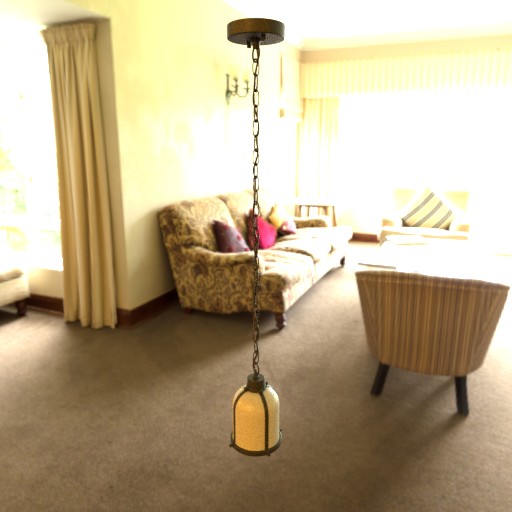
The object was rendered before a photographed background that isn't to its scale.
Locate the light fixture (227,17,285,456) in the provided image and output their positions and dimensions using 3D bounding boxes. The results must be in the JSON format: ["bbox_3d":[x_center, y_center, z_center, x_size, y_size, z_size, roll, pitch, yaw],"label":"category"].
[{"bbox_3d":[0.000,0.000,1.245,0.178,1.181,0.178,-7,15,-25],"label":"light fixture"}]
